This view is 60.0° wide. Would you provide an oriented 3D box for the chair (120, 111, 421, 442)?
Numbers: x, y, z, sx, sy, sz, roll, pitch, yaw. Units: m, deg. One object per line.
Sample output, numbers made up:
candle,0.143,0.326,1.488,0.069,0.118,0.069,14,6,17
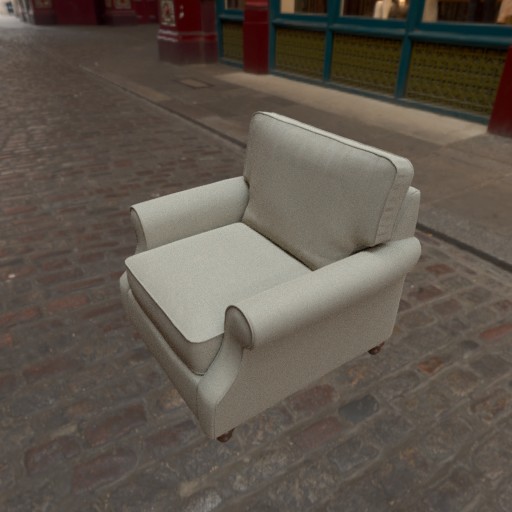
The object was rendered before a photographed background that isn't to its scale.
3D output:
chair,0.000,0.000,1.860,0.966,0.967,1.029,-20,37,-29
